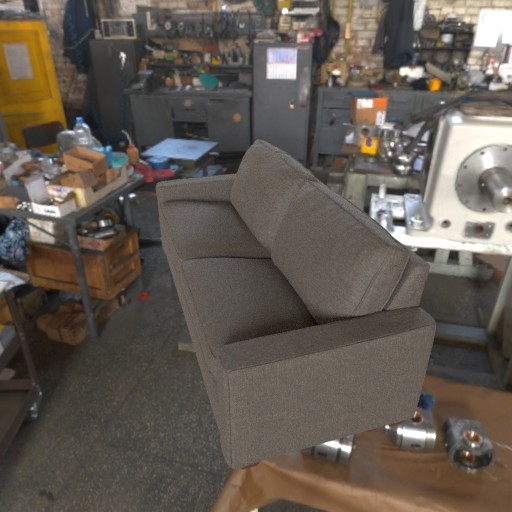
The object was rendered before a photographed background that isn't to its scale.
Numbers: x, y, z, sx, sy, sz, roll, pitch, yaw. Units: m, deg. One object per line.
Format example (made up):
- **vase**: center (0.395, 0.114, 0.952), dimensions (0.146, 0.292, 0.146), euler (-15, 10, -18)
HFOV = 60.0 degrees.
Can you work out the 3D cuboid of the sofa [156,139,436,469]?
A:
- **sofa**: center (0.000, 0.000, 2.592), dimensions (0.940, 0.919, 2.080), euler (-9, 30, -16)
